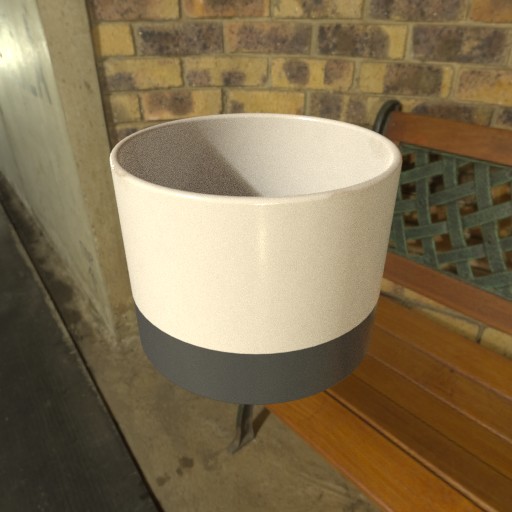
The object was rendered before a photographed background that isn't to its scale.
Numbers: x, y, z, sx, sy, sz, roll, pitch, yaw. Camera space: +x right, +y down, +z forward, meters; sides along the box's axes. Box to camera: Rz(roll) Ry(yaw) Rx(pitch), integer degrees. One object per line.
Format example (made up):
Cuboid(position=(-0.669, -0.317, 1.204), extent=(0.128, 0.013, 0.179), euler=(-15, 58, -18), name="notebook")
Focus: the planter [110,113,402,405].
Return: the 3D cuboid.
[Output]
Cuboid(position=(0.000, 0.000, 0.347), extent=(0.193, 0.177, 0.193), euler=(0, 30, 0), name="planter")
